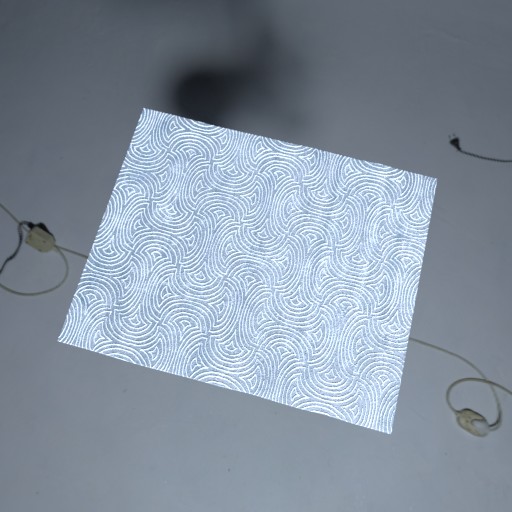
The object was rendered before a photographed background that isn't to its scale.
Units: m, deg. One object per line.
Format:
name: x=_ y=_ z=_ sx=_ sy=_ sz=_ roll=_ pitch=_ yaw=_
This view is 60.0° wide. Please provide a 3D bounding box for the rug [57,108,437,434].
rug: x=0.000 y=0.000 z=4.171 sx=3.042 sy=0.021 sz=2.456 roll=15 pitch=76 yaw=4
